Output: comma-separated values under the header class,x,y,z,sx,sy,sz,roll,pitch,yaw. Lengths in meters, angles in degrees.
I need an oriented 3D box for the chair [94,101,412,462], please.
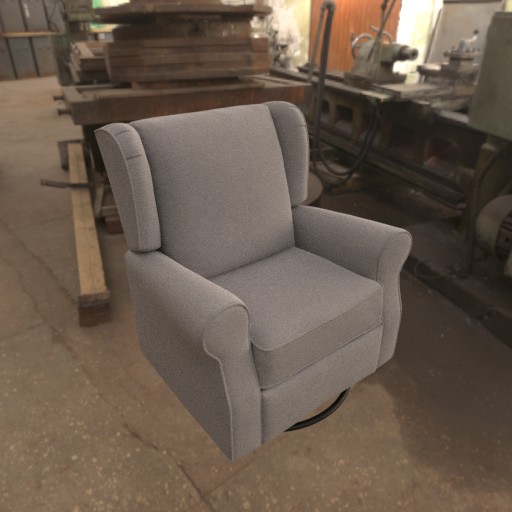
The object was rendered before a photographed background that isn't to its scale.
class,x,y,z,sx,sy,sz,roll,pitch,yaw
chair,0.000,0.000,1.667,0.906,0.966,0.854,-20,35,-32
